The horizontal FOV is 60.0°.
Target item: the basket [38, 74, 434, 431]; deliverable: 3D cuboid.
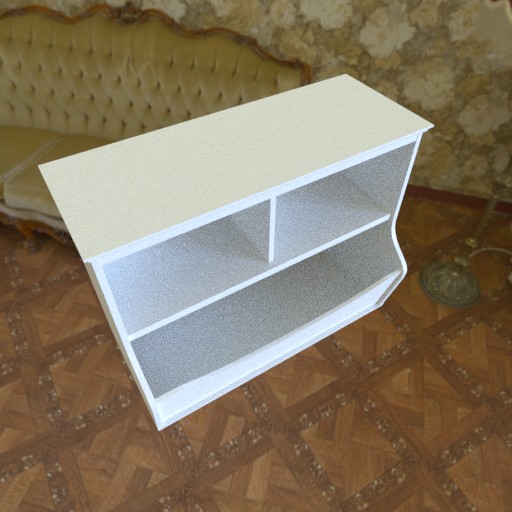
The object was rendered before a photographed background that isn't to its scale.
[{"bbox_3d":[0.000,0.000,1.145,0.792,0.625,0.376,-24,51,-21],"label":"basket"}]
